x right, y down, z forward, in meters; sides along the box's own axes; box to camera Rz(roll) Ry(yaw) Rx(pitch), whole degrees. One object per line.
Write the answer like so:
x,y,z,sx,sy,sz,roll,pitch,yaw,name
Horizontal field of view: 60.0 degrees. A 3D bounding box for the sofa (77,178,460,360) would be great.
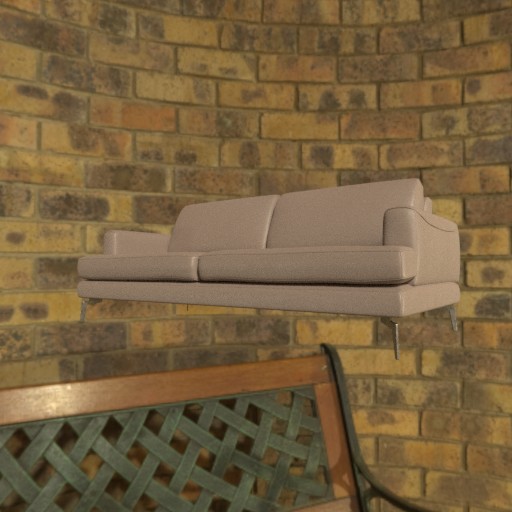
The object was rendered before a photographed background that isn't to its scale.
0.000,0.000,2.443,1.940,0.765,0.974,-1,-2,36,sofa
